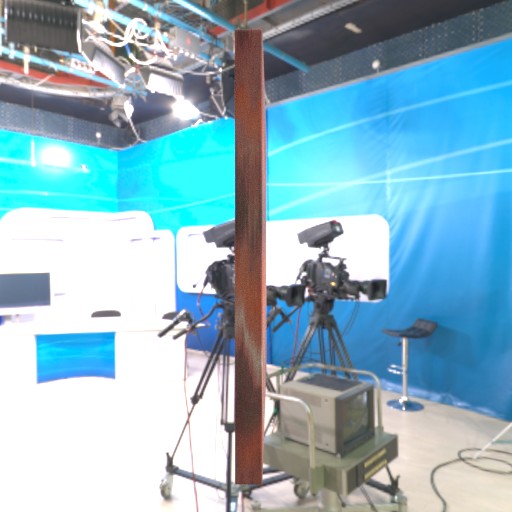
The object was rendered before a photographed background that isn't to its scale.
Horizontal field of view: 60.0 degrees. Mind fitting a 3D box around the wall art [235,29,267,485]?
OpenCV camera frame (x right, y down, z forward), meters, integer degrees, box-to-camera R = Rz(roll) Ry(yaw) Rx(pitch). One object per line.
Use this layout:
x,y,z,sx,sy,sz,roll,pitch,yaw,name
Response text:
0.000,0.000,0.891,0.037,0.609,0.603,0,0,2,wall art
